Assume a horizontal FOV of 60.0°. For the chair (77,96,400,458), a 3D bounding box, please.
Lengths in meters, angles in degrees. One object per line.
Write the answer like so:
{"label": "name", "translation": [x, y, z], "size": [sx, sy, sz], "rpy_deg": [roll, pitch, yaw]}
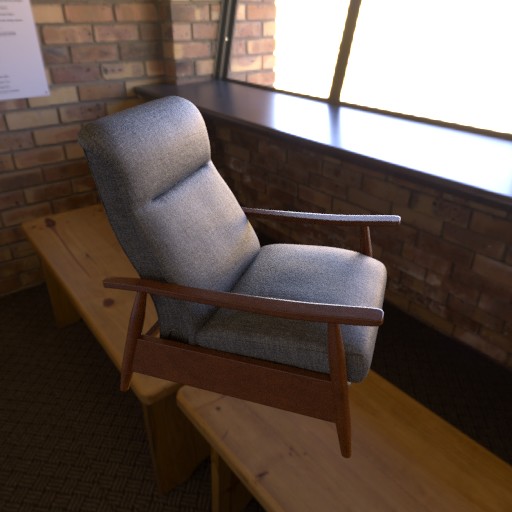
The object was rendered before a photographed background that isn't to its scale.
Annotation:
{"label": "chair", "translation": [0.000, 0.000, 1.753], "size": [1.030, 1.082, 0.762], "rpy_deg": [10, 31, 17]}
